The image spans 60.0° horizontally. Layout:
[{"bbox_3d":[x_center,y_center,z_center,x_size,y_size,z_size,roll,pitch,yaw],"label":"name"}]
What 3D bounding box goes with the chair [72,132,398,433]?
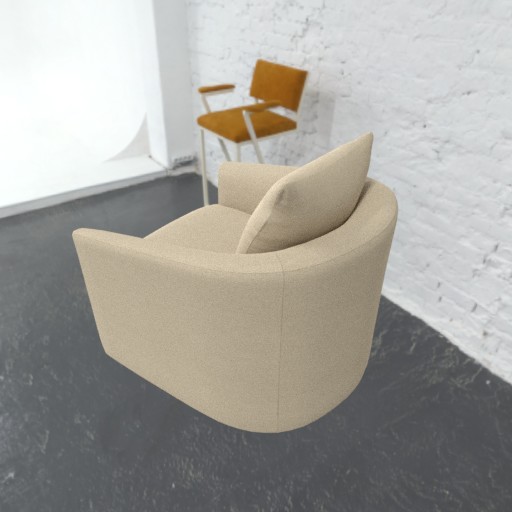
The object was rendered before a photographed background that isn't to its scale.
[{"bbox_3d":[0.000,0.000,1.591,0.910,0.848,0.845,20,37,29],"label":"chair"}]
